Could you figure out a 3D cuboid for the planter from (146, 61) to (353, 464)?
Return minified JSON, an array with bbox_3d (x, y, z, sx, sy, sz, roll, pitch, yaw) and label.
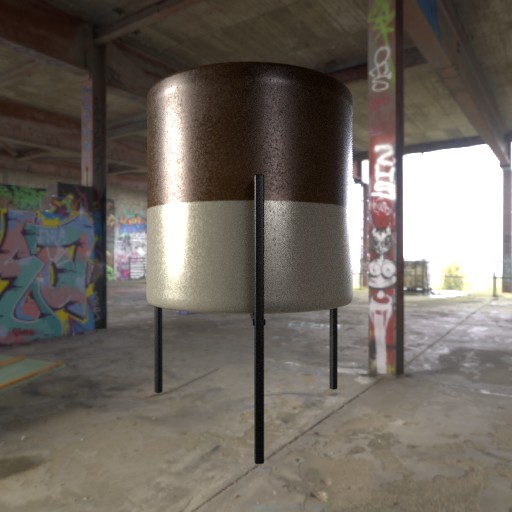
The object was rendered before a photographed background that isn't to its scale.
[{"bbox_3d":[0.000,0.000,0.552,0.269,0.375,0.255,0,1,-35],"label":"planter"}]
